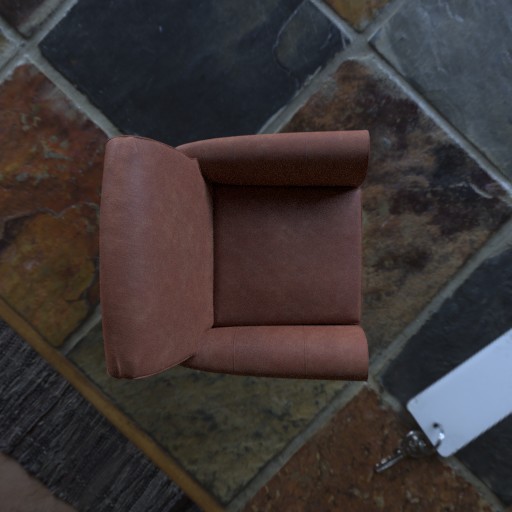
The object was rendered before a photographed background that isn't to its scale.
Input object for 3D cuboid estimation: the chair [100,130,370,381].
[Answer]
[{"bbox_3d":[0.000,0.000,1.804,0.902,1.061,0.978,0,91,2],"label":"chair"}]
